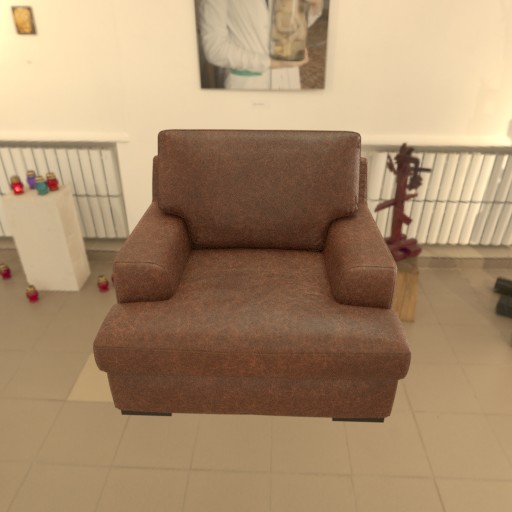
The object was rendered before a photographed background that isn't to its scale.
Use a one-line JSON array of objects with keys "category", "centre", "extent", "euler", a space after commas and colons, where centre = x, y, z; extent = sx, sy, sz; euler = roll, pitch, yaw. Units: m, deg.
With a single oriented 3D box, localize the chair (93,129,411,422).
[{"category": "chair", "centre": [0.000, 0.000, 1.997], "extent": [1.168, 0.939, 1.143], "euler": [1, 30, 2]}]
